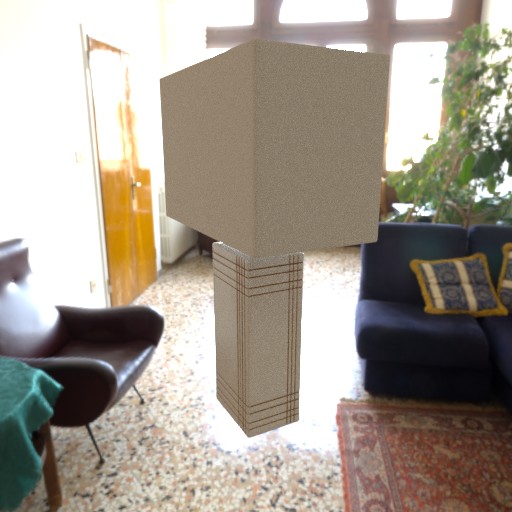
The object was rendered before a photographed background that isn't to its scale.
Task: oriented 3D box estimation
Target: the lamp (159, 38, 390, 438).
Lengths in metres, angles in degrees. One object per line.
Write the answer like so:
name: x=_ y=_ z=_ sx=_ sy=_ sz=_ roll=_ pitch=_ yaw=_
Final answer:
lamp: x=0.000 y=0.000 z=0.688 sx=0.182 sy=0.543 sz=0.334 roll=-8 pitch=16 yaw=-27
